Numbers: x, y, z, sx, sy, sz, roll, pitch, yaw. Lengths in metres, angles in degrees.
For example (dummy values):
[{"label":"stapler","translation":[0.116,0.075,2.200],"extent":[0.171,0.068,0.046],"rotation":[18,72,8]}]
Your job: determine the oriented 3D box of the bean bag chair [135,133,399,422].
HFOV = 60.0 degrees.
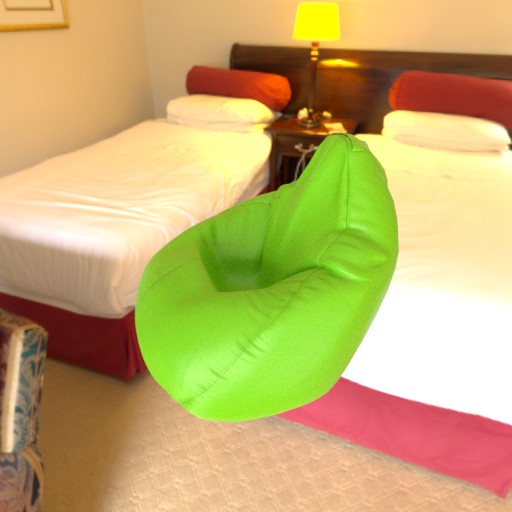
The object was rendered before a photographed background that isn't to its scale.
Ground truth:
[{"label":"bean bag chair","translation":[0.000,0.000,1.898],"extent":[1.070,0.990,1.070],"rotation":[-8,30,-13]}]
